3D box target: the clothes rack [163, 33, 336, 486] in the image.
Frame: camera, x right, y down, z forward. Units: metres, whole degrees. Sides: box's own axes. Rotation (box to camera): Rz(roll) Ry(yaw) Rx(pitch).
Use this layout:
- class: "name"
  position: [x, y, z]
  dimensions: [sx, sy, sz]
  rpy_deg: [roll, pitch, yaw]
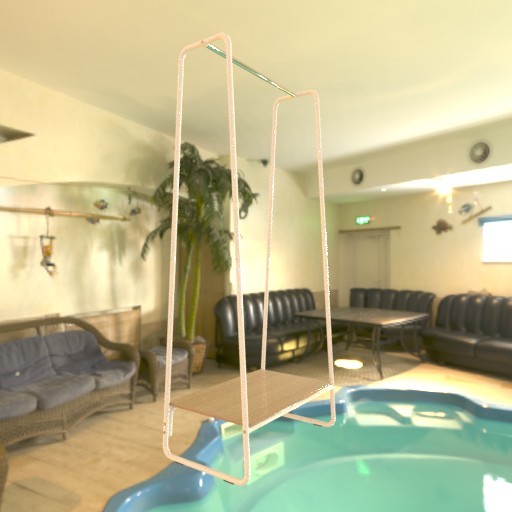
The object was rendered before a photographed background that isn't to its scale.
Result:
- class: "clothes rack"
  position: [0.000, 0.000, 1.789]
  dimensions: [0.400, 1.500, 0.640]
  rpy_deg: [0, 0, 36]
